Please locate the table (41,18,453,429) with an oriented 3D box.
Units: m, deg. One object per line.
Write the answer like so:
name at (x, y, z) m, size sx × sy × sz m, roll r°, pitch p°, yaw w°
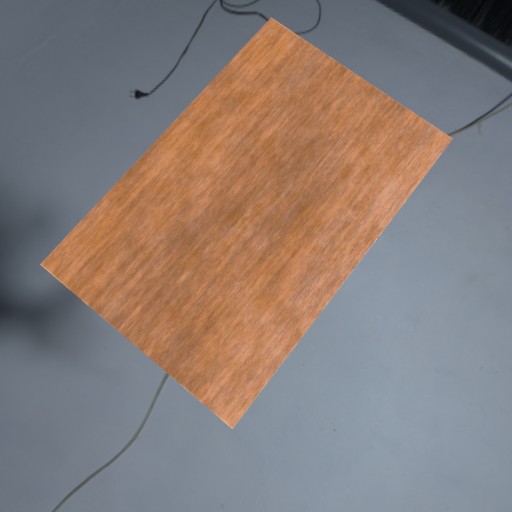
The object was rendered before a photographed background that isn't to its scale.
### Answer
table at (0.000, 0.000, 0.838) m, size 0.307 × 0.580 × 0.454 m, roll 38°, pitch 79°, yaw 9°
